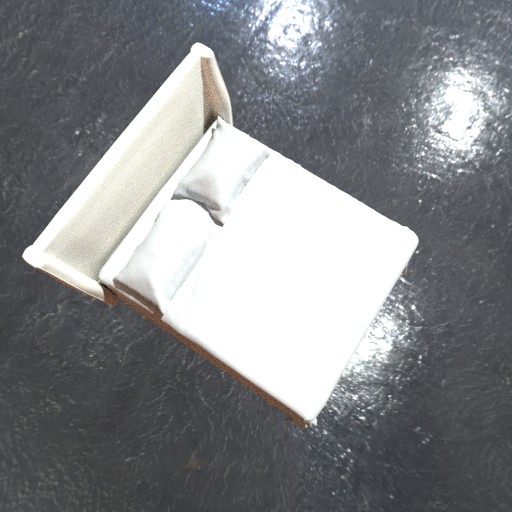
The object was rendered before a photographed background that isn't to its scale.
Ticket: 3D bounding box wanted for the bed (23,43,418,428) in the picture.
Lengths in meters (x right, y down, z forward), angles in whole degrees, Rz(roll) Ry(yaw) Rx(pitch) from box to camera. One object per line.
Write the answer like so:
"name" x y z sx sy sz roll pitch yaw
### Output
"bed" 0.000 0.000 3.419 2.276 1.332 1.925 33 78 8
